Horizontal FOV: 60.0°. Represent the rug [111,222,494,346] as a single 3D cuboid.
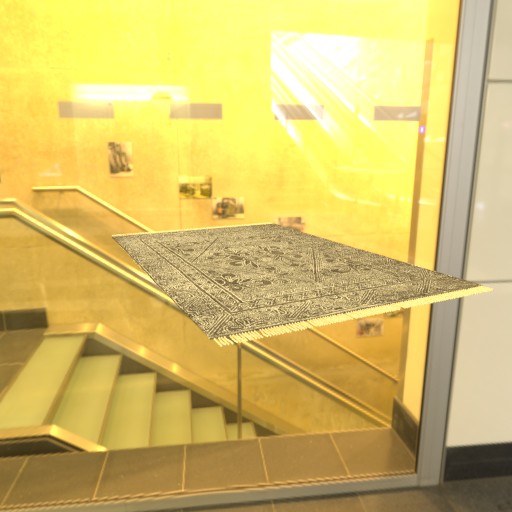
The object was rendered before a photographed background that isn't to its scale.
[{"bbox_3d":[0.000,0.000,2.990,1.529,0.010,2.440,-7,15,-26],"label":"rug"}]
